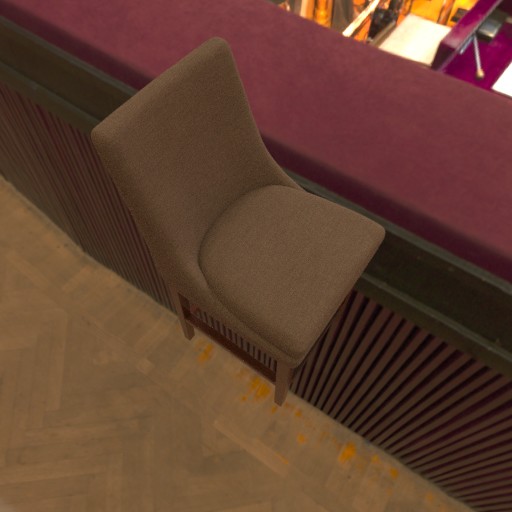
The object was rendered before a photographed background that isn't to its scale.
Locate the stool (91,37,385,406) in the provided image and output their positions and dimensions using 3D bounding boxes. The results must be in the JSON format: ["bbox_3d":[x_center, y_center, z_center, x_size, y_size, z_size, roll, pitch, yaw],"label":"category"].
[{"bbox_3d":[0.000,0.000,1.299,0.577,0.981,0.470,31,63,18],"label":"stool"}]
